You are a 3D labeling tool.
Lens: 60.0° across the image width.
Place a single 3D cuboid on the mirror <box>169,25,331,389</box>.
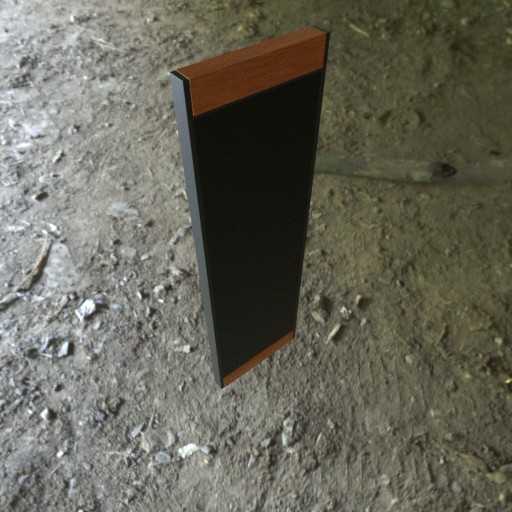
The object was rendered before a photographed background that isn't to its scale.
[{"bbox_3d":[0.000,0.000,1.232,0.343,1.123,0.047,-30,54,-25],"label":"mirror"}]
